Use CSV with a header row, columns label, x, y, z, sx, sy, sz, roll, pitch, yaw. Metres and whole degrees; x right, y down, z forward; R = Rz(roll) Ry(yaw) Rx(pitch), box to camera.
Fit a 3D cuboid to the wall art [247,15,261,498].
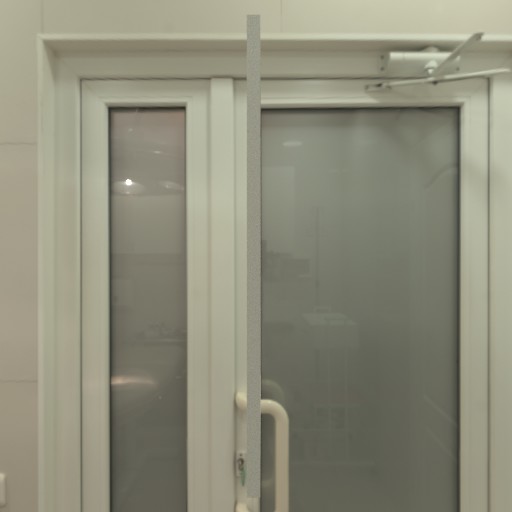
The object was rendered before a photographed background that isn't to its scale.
label,x,y,z,sx,sy,sz,roll,pitch,yaw
wall art,0.000,0.000,0.609,0.013,0.456,0.382,0,0,1
